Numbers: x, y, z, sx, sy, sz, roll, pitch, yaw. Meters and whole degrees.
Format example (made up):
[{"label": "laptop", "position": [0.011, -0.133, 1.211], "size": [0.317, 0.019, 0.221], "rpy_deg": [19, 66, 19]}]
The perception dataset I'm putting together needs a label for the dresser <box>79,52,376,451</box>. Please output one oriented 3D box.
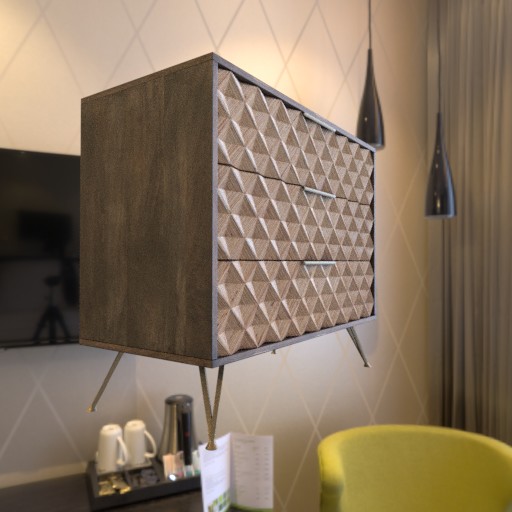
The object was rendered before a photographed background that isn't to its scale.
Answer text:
[{"label": "dresser", "position": [0.000, 0.000, 1.382], "size": [0.453, 0.801, 0.923], "rpy_deg": [-1, -1, 35]}]
